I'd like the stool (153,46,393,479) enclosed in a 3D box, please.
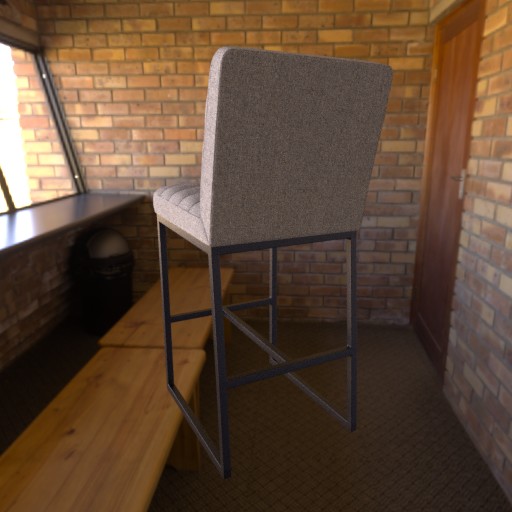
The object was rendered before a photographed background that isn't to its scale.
[{"bbox_3d":[0.000,0.000,1.317,0.459,1.034,0.571,-7,16,-27],"label":"stool"}]
